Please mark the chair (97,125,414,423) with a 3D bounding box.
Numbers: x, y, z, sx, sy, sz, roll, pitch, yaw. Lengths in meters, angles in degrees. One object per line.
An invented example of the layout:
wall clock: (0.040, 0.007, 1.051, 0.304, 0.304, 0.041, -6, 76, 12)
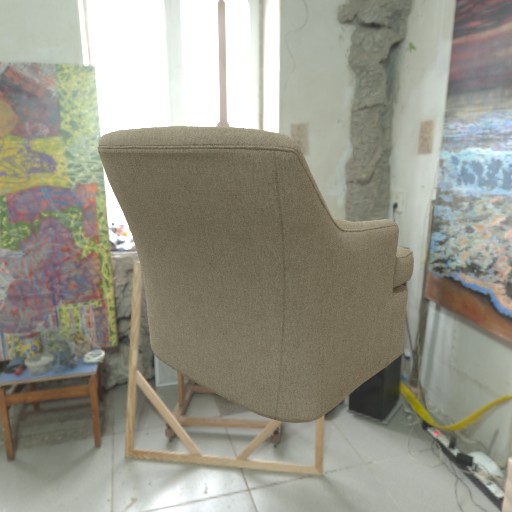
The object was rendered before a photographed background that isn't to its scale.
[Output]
chair: (0.000, 0.000, 1.573, 0.864, 0.856, 0.923, 13, 19, 42)
